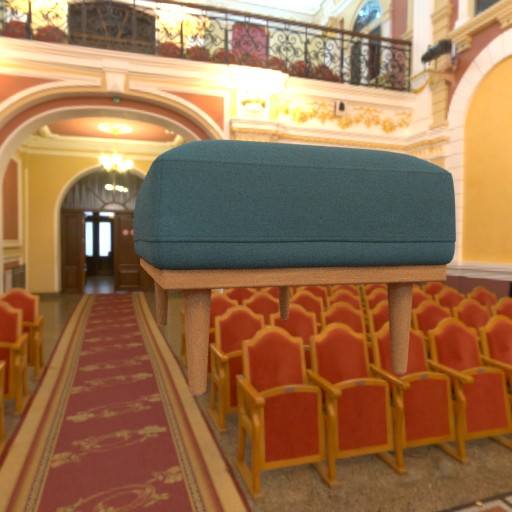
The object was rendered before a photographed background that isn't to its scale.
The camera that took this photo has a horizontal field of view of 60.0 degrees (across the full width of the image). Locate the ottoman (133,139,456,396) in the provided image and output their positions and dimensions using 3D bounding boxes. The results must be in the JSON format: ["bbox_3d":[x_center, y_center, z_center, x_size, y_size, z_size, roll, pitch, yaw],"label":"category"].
[{"bbox_3d":[0.000,0.000,1.066,0.549,0.428,0.749,-1,2,-17],"label":"ottoman"}]
